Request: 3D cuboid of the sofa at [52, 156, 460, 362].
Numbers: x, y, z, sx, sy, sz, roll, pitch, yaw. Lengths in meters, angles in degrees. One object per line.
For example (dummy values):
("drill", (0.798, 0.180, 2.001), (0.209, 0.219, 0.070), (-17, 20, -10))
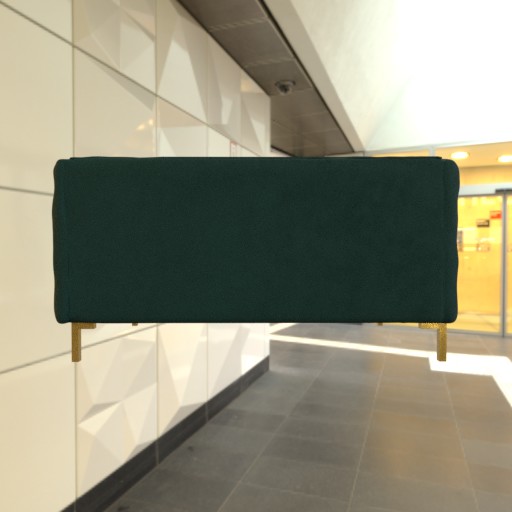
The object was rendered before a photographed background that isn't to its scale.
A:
("sofa", (0.000, 0.000, 2.132), (1.583, 0.810, 0.909), (0, 1, 0))
